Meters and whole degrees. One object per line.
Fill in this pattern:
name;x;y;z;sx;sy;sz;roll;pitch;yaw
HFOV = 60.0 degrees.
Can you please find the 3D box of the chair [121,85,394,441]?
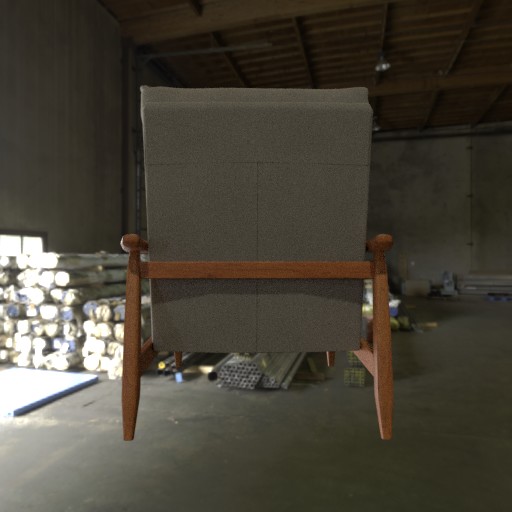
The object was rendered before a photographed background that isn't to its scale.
chair;0.000;0.000;1.499;0.782;0.922;0.816;0;0;-1
